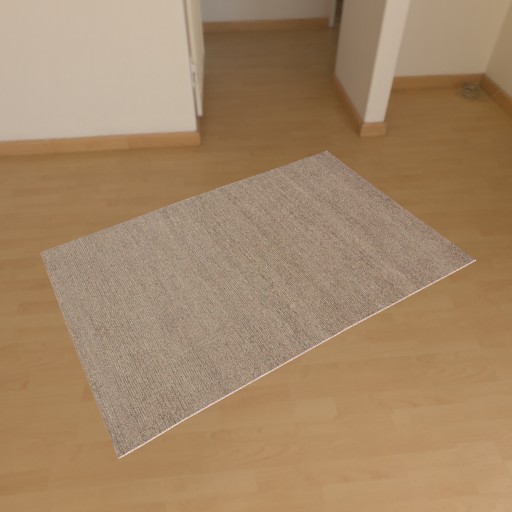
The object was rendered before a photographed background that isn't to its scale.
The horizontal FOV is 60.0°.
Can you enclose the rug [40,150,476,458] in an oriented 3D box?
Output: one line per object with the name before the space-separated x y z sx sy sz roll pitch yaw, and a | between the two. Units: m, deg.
rug | 0.000 0.000 2.158 1.792 0.021 1.154 -23 50 -22
